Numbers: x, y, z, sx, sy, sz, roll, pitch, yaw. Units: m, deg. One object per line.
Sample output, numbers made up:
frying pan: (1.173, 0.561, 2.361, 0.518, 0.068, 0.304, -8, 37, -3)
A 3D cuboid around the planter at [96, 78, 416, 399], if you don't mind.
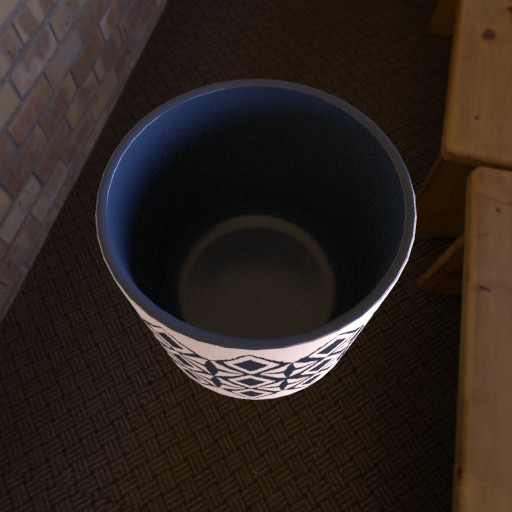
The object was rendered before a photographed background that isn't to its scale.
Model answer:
planter: (0.000, 0.000, 0.325, 0.182, 0.165, 0.182, 0, 64, 0)
